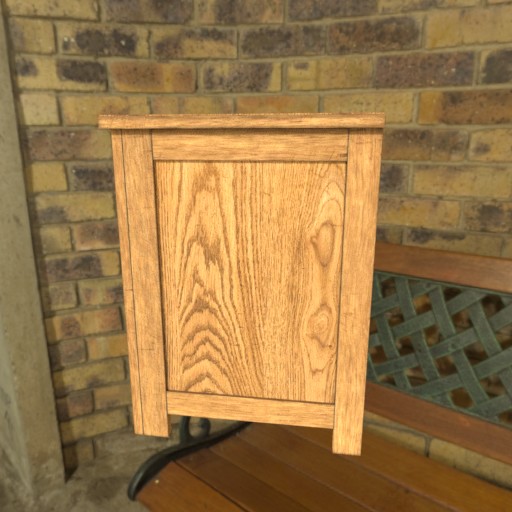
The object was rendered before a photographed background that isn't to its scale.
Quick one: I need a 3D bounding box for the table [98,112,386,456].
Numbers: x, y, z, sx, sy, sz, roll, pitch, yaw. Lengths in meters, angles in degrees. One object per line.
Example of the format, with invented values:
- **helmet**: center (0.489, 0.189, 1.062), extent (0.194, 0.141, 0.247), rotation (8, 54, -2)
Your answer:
- **table**: center (0.000, 0.000, 1.077), extent (0.494, 0.625, 0.601), rotation (2, 15, 8)
